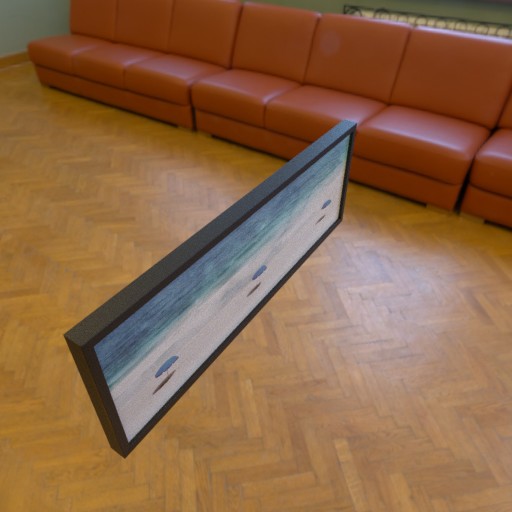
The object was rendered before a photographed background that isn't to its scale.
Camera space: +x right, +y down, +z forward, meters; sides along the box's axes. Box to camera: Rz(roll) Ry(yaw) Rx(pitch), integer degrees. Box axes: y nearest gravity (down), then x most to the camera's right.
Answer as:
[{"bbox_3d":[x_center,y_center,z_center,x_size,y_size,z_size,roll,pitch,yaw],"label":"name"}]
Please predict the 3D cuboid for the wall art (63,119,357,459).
[{"bbox_3d":[0.000,0.000,0.950,0.037,0.303,0.860,23,45,26],"label":"wall art"}]
